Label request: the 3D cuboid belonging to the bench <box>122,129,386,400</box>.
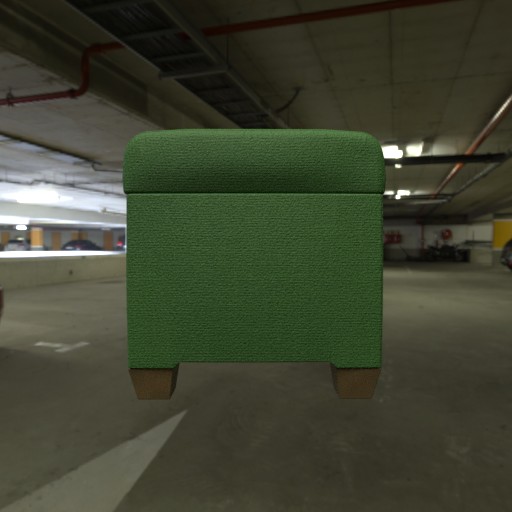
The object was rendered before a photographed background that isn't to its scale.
[{"bbox_3d":[0.000,0.000,1.270,0.505,0.501,0.989,0,2,-1],"label":"bench"}]
